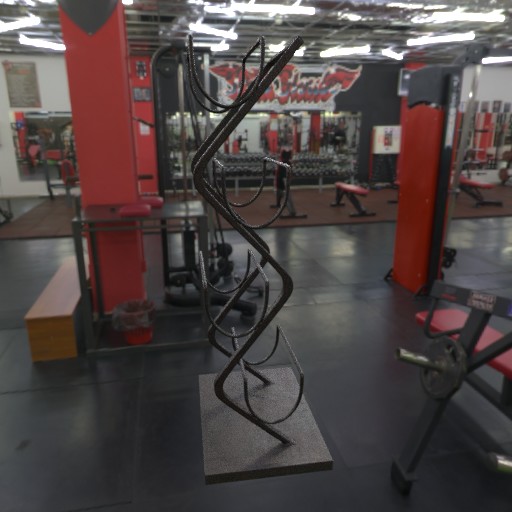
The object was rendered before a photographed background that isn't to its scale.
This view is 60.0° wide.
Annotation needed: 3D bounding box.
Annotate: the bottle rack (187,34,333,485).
[{"bbox_3d":[0.000,0.000,0.649,0.178,0.559,0.254,-2,16,-9],"label":"bottle rack"}]
